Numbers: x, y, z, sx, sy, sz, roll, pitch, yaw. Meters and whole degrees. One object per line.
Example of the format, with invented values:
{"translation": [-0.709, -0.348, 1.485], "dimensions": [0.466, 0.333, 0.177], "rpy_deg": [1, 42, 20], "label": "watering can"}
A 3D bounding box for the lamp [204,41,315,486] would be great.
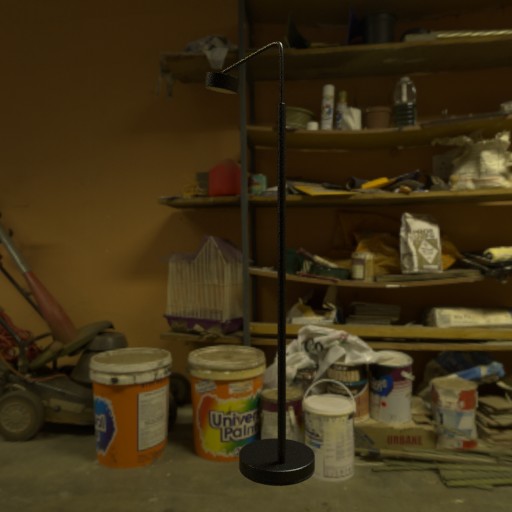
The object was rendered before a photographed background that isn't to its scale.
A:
{"translation": [0.000, 0.000, 1.374], "dimensions": [0.219, 1.230, 0.418], "rpy_deg": [0, -1, -38], "label": "lamp"}
